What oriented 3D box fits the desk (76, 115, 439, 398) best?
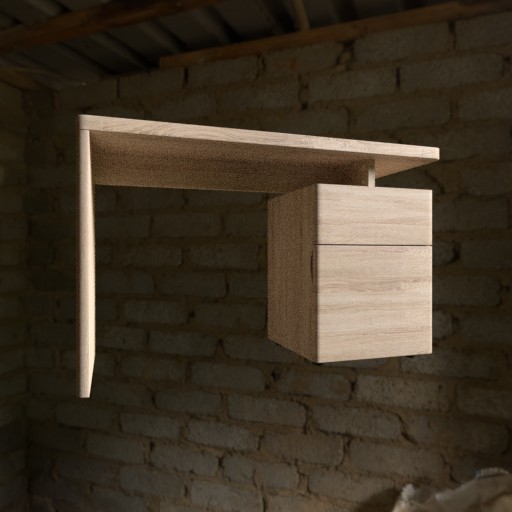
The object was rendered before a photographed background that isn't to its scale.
[{"bbox_3d":[0.000,0.000,1.632,1.200,0.760,0.550,0,0,-18],"label":"desk"}]
